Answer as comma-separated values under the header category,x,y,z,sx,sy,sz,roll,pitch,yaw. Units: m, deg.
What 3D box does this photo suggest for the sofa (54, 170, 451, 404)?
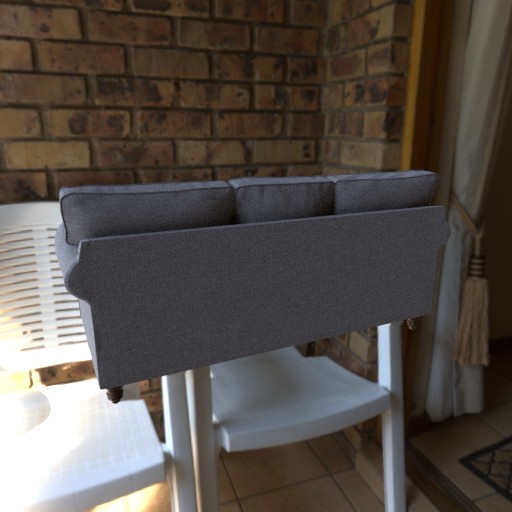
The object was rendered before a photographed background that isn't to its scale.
category,x,y,z,sx,sy,sz,roll,pitch,yaw
sofa,0.000,0.000,2.551,2.084,0.961,0.916,-7,17,-25
